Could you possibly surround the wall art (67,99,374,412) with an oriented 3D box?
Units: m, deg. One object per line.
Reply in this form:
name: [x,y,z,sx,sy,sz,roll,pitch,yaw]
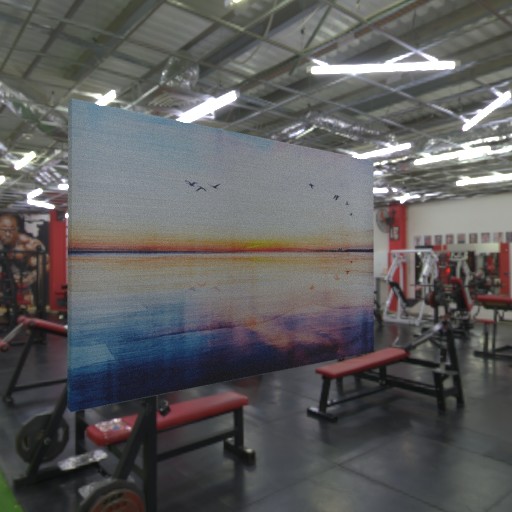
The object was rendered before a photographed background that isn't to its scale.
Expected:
wall art: [0.000,0.000,1.421,1.137,0.756,0.034,0,0,-37]
